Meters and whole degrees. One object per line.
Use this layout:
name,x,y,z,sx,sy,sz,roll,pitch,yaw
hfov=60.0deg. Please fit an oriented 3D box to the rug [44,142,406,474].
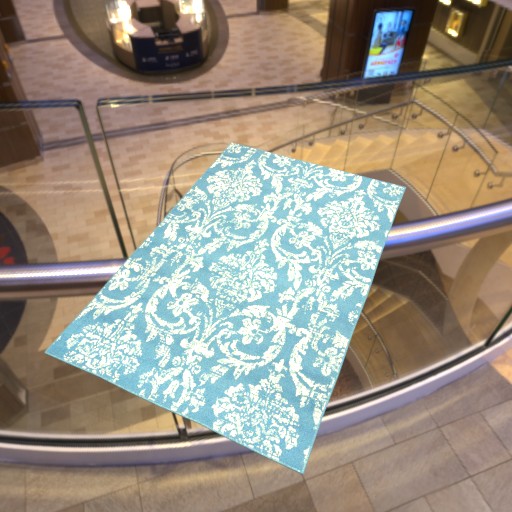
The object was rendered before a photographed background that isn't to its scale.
rug,0.000,0.000,2.345,1.211,0.012,1.833,18,49,16
